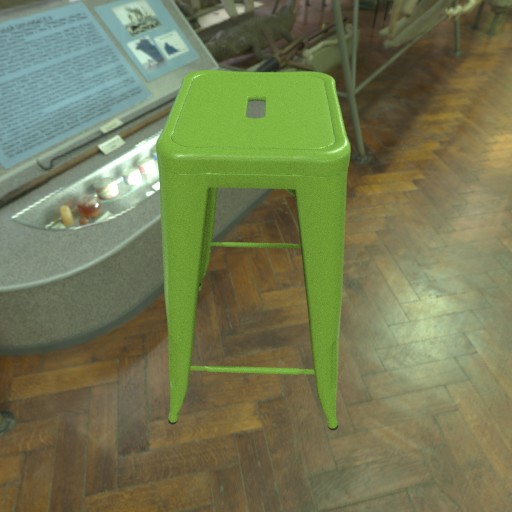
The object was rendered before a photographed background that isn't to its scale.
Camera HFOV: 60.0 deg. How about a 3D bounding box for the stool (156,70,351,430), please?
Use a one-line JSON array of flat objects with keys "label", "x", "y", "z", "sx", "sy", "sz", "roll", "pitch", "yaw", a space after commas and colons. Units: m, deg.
[{"label": "stool", "x": 0.000, "y": 0.000, "z": 0.862, "sx": 0.358, "sy": 0.609, "sz": 0.398, "roll": 2, "pitch": 43, "yaw": 2}]
